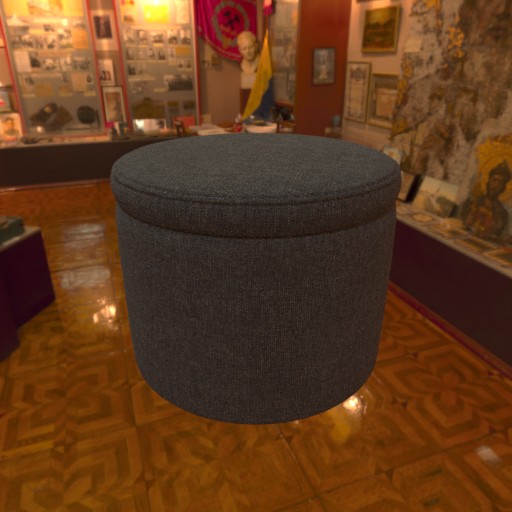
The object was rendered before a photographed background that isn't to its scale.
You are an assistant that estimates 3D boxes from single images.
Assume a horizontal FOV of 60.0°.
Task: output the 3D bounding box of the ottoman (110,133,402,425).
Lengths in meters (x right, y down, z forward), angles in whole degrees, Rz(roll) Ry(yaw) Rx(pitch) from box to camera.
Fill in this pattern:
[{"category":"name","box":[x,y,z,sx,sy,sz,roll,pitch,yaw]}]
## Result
[{"category":"ottoman","box":[0.000,0.000,0.893,0.520,0.430,0.520,0,25,0]}]
